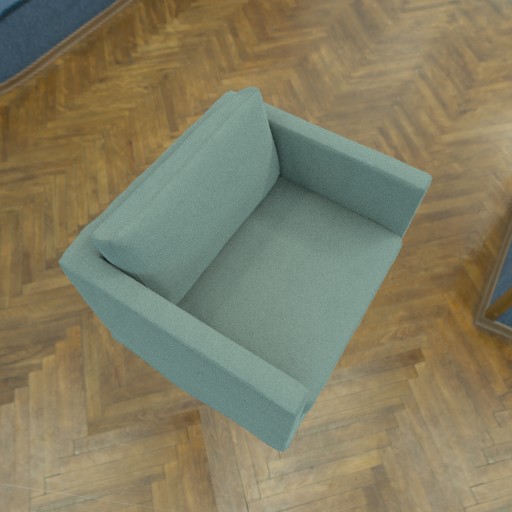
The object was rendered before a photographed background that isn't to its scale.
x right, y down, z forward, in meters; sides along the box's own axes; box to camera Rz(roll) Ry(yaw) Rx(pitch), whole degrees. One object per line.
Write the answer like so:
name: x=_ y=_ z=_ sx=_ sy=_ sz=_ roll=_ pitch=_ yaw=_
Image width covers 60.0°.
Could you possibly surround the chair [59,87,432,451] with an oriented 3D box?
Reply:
chair: x=0.000 y=0.000 z=1.777 sx=0.949 sy=0.863 sz=1.057 roll=29 pitch=63 yaw=16
